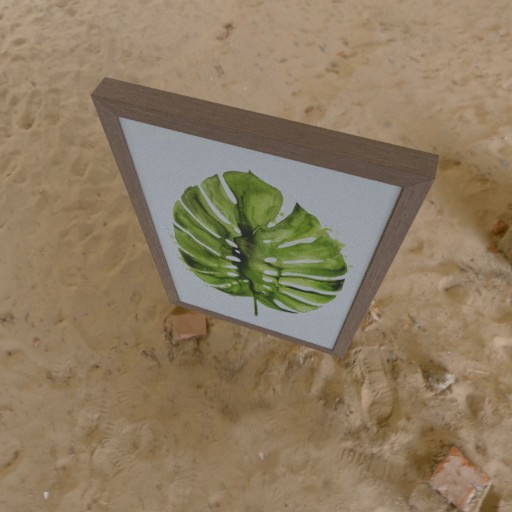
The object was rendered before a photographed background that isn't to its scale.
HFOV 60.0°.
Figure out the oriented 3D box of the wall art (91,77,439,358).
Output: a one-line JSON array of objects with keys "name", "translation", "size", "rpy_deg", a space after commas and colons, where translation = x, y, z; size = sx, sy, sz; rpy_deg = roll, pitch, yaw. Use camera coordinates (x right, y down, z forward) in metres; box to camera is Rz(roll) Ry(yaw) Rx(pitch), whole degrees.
[{"name": "wall art", "translation": [0.000, 0.000, 0.661], "size": [0.358, 0.510, 0.032], "rpy_deg": [16, 60, 10]}]
